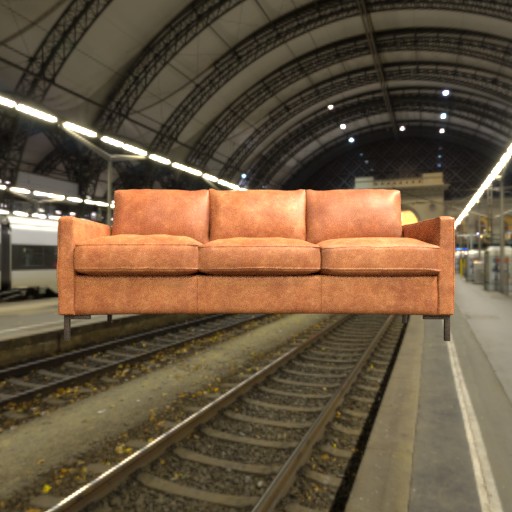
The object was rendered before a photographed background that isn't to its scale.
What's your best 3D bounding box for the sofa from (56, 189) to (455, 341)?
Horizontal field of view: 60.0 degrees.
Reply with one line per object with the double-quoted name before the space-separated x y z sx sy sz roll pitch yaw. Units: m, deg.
"sofa" 0.000 0.000 2.536 2.029 0.863 0.748 0 -1 0
